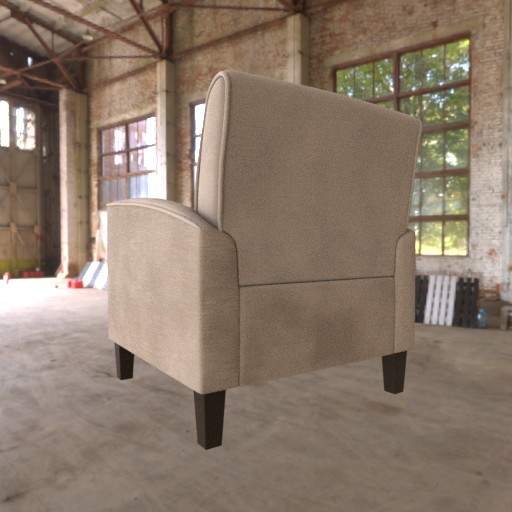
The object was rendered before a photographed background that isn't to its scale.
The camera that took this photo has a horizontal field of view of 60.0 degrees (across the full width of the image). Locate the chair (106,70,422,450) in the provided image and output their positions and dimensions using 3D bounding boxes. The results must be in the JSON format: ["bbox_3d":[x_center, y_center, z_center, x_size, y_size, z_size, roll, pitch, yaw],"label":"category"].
[{"bbox_3d":[0.000,0.000,1.547,0.820,0.915,0.821,-1,2,-34],"label":"chair"}]
